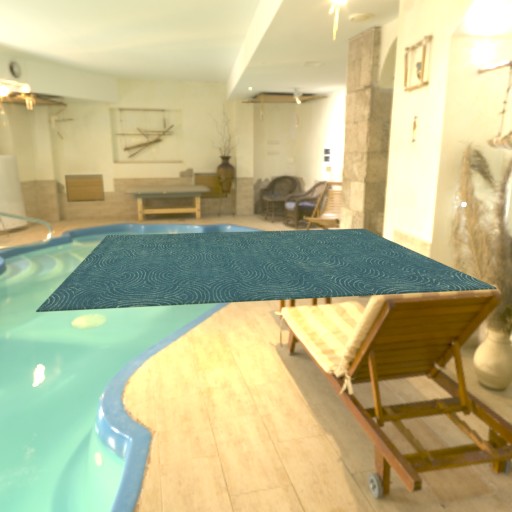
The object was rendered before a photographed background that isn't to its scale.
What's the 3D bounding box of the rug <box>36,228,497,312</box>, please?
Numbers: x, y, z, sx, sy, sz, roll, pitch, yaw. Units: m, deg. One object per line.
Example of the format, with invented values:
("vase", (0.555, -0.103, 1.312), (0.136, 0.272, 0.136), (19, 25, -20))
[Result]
("rug", (0.000, 0.000, 4.040), (3.033, 0.012, 2.432), (-2, 14, -8))
